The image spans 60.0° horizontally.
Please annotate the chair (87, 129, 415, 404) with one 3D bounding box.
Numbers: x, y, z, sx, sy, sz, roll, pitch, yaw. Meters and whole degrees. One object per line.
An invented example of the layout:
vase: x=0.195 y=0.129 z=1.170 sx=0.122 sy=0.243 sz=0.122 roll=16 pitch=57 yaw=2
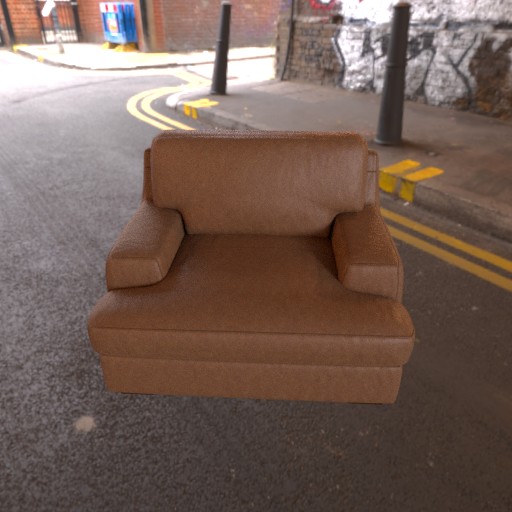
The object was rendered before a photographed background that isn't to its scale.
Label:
chair: x=0.000 y=0.000 z=2.039 sx=1.276 sy=0.978 sz=1.050 roll=2 pitch=30 yaw=3
